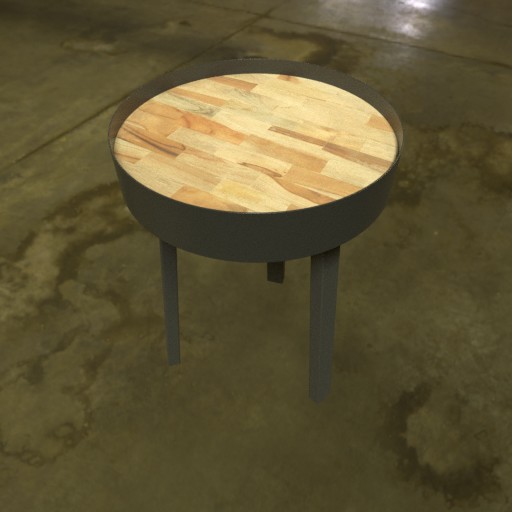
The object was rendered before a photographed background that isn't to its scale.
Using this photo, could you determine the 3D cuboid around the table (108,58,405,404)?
[{"bbox_3d":[0.000,0.000,0.824,0.406,0.559,0.406,0,46,0],"label":"table"}]
